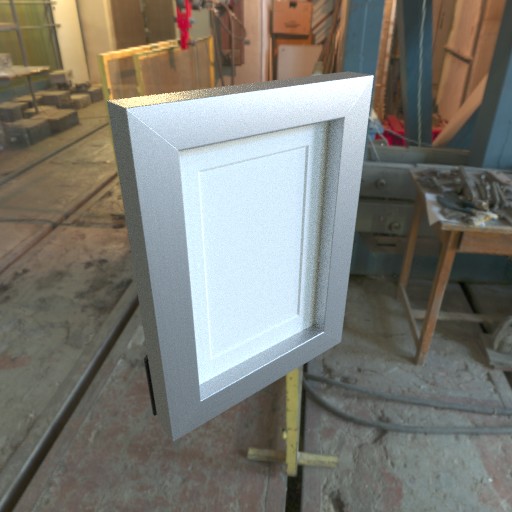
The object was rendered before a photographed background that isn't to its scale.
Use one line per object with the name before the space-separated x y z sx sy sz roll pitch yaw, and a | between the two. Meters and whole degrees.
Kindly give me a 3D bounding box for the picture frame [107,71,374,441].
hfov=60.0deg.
picture frame | 0.000 0.000 0.285 0.157 0.208 0.028 -21 36 -32
